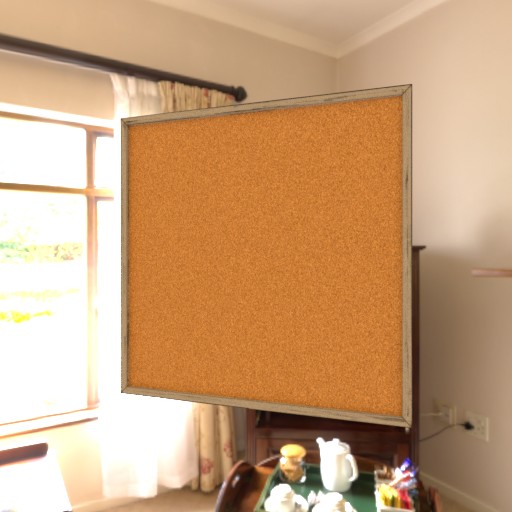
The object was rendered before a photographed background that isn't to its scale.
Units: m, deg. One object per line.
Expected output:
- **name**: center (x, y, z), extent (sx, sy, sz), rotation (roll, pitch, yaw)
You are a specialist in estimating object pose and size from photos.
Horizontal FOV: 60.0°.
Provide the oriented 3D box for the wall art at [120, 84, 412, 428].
- **wall art**: center (0.000, 0.000, 0.457), extent (0.303, 0.303, 0.036), rotation (0, 0, 19)
